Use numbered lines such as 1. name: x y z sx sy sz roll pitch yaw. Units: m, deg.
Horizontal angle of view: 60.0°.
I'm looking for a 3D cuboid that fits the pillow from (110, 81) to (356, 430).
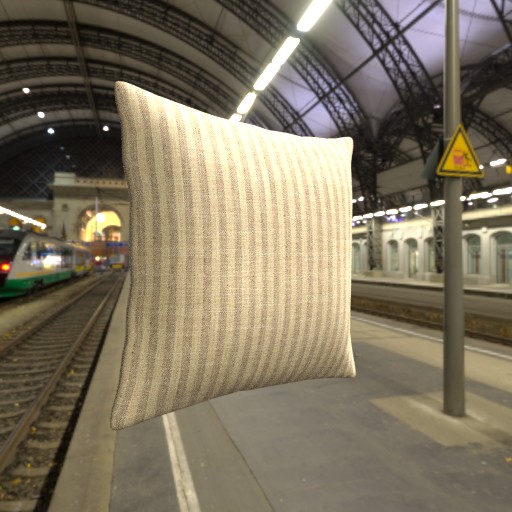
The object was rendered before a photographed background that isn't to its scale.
1. pillow: 0.000 0.000 0.792 0.523 0.510 0.166 0 -1 -37
